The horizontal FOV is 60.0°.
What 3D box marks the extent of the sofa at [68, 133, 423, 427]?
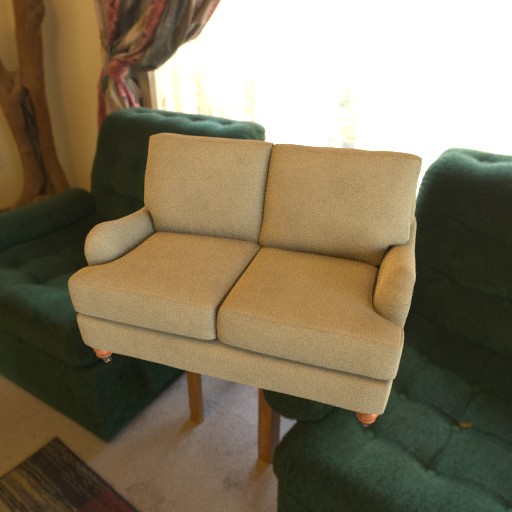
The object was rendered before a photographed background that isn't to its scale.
[{"bbox_3d":[0.000,0.000,2.201,1.480,0.999,1.087,9,29,16],"label":"sofa"}]
